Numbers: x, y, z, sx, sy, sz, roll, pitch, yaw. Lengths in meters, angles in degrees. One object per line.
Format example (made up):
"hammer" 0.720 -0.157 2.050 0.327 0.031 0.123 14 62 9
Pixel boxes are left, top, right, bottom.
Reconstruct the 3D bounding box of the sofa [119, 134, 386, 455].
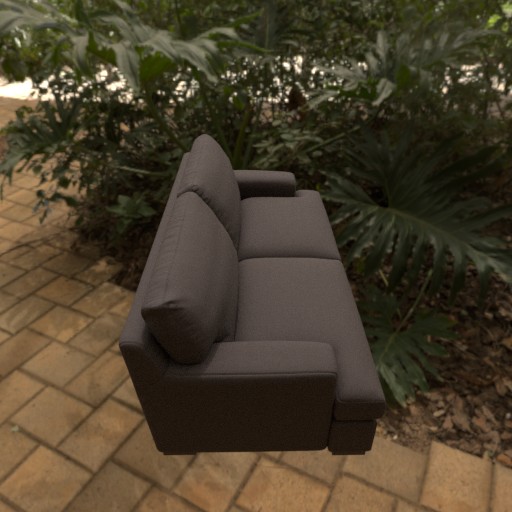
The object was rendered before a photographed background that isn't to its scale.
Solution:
"sofa" 0.000 0.000 2.834 1.140 0.950 2.271 0 33 -1
